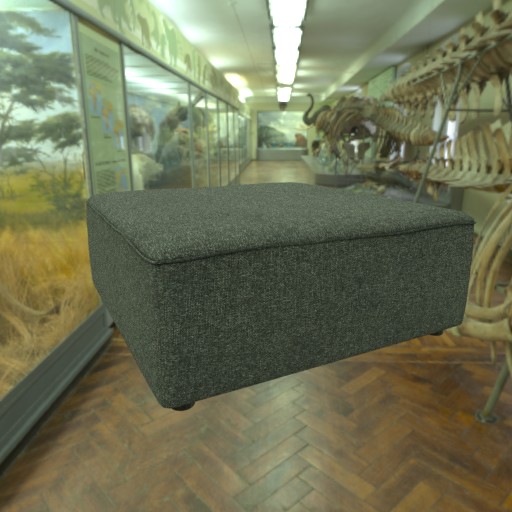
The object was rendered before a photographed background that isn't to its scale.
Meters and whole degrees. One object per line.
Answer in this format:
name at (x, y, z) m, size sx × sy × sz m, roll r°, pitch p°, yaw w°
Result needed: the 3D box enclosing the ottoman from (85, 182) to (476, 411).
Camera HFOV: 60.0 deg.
ottoman at (0.000, 0.000, 1.582) m, size 1.021 × 0.423 × 1.017 m, roll -8°, pitch 17°, yaw -26°
